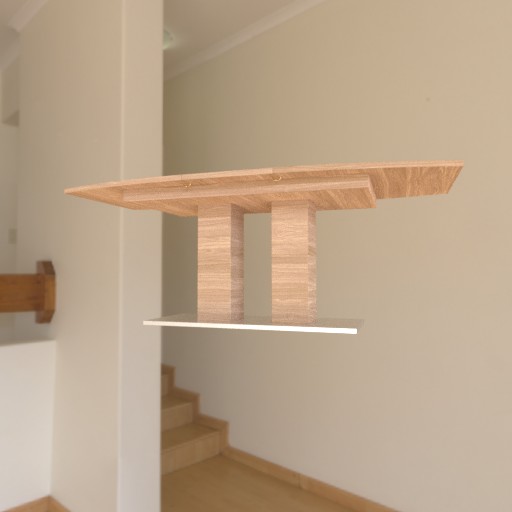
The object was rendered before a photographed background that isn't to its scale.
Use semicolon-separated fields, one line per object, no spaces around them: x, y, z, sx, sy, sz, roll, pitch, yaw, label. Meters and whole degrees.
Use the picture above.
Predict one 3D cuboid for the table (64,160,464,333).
0.000;0.000;2.457;2.032;0.750;0.900;-1;-2;18;table
